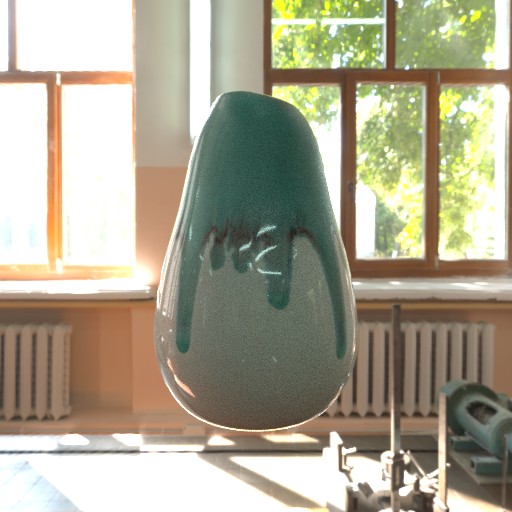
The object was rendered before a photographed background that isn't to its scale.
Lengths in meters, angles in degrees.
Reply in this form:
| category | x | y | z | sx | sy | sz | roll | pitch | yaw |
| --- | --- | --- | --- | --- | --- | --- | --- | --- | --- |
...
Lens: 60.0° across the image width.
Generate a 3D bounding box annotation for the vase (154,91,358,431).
| category | x | y | z | sx | sy | sz | roll | pitch | yaw |
| --- | --- | --- | --- | --- | --- | --- | --- | --- | --- |
| vase | 0.000 | 0.000 | 0.257 | 0.116 | 0.179 | 0.116 | 0 | 1 | 0 |
